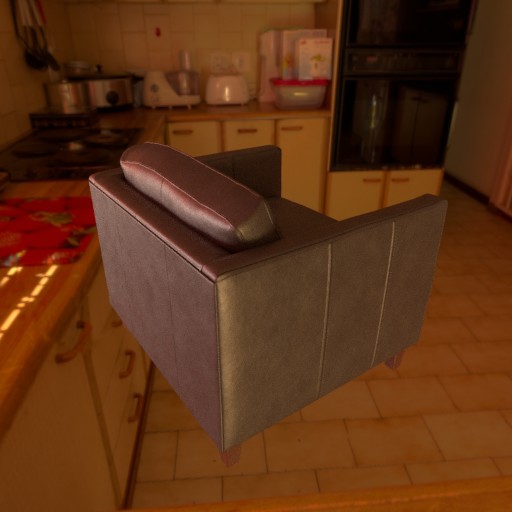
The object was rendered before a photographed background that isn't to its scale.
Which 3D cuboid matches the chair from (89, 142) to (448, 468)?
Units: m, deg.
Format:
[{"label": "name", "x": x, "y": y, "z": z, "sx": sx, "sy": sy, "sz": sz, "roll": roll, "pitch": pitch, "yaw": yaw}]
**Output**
[{"label": "chair", "x": 0.000, "y": 0.000, "z": 1.617, "sx": 0.862, "sy": 0.811, "sz": 0.939, "roll": -18, "pitch": 32, "yaw": -31}]
